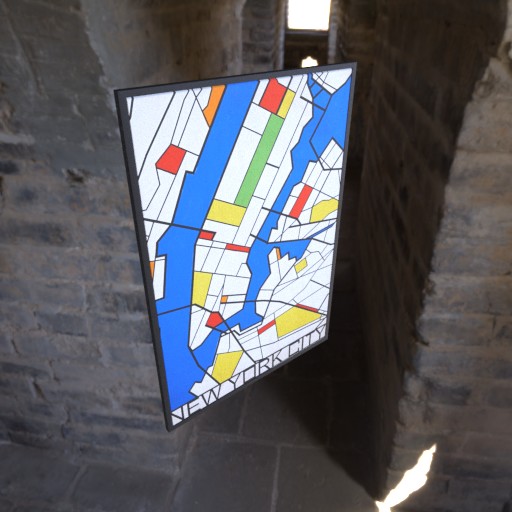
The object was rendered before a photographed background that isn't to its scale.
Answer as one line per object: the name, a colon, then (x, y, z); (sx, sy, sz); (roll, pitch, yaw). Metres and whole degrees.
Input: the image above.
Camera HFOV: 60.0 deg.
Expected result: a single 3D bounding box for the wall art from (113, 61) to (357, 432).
wall art: (0.000, 0.000, 0.858); (0.460, 0.660, 0.013); (-22, 37, -32)
